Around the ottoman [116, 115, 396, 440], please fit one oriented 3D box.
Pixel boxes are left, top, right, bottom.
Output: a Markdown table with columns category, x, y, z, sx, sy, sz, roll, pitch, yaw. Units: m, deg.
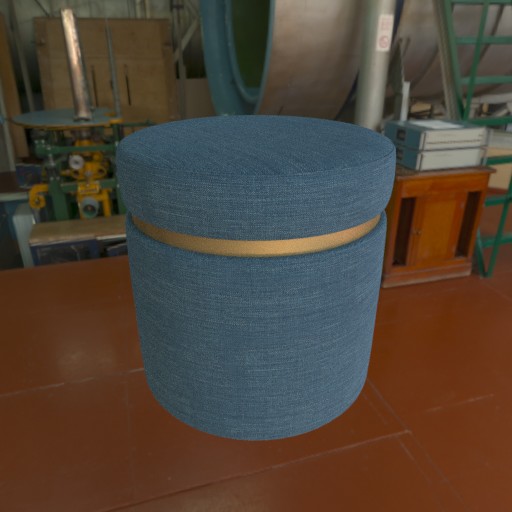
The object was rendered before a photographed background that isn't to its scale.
| category | x | y | z | sx | sy | sz | roll | pitch | yaw |
| --- | --- | --- | --- | --- | --- | --- | --- | --- | --- |
| ottoman | 0.000 | 0.000 | 0.723 | 0.398 | 0.406 | 0.398 | 0 | 26 | 0 |
